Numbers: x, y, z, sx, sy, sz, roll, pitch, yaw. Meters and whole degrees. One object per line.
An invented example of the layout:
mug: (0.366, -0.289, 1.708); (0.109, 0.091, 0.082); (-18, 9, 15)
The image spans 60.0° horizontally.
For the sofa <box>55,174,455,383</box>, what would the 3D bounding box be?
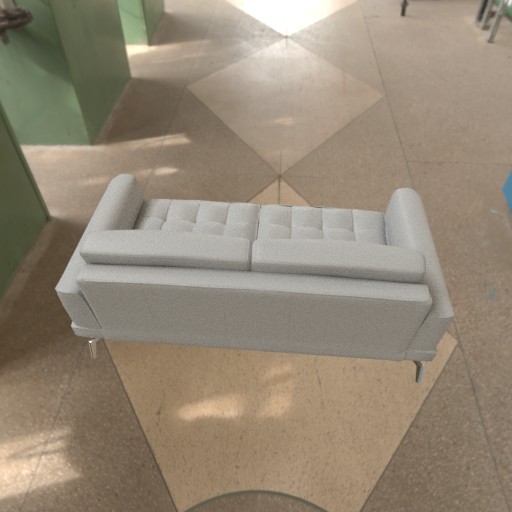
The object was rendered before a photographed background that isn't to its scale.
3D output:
sofa: (0.000, 0.000, 2.802); (2.177, 0.930, 1.121); (3, 46, 3)
